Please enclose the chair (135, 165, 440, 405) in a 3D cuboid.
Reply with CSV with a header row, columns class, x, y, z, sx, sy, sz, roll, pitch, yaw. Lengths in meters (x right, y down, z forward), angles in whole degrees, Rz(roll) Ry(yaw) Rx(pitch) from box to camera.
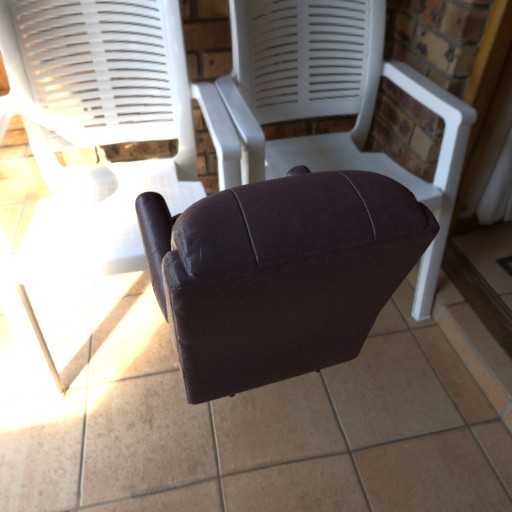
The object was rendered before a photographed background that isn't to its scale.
class,x,y,z,sx,sy,sz,roll,pitch,yaw
chair,0.000,0.000,1.756,0.838,1.054,1.014,-12,44,-13
